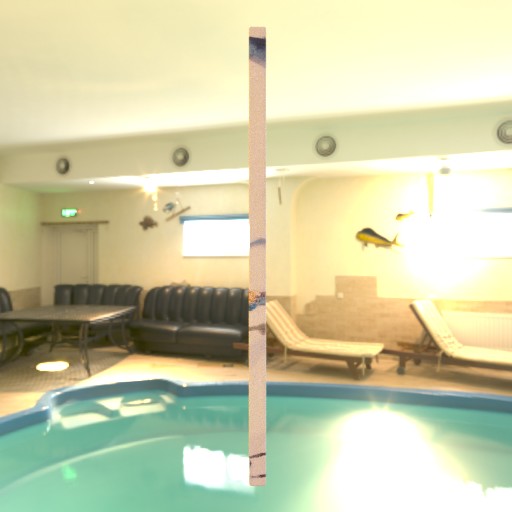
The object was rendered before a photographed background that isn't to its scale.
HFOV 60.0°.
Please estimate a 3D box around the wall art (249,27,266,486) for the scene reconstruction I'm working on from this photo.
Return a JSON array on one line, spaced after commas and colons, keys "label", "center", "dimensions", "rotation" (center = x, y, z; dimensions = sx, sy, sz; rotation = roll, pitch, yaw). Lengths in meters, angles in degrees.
[{"label": "wall art", "center": [0.000, 0.000, 1.357], "dimensions": [0.038, 1.015, 0.761], "rotation": [0, 0, 0]}]
